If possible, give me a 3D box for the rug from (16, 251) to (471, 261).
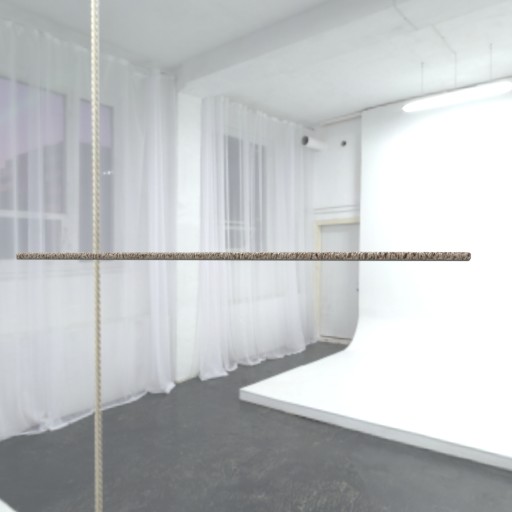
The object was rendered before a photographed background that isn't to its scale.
[{"bbox_3d":[0.000,0.000,2.197,1.778,0.030,1.219,0,0,18],"label":"rug"}]
